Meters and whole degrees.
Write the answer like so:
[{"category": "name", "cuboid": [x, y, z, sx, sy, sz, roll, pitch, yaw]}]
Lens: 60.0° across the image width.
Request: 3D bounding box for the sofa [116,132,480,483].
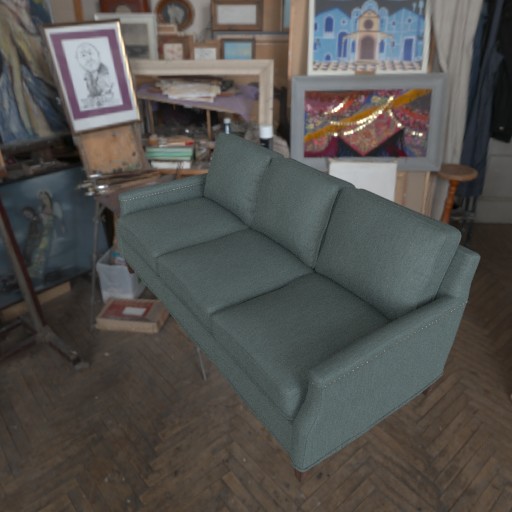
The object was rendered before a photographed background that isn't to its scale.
[{"category": "sofa", "cuboid": [0.000, 0.000, 2.744, 1.084, 1.003, 2.246, -19, 36, -29]}]
